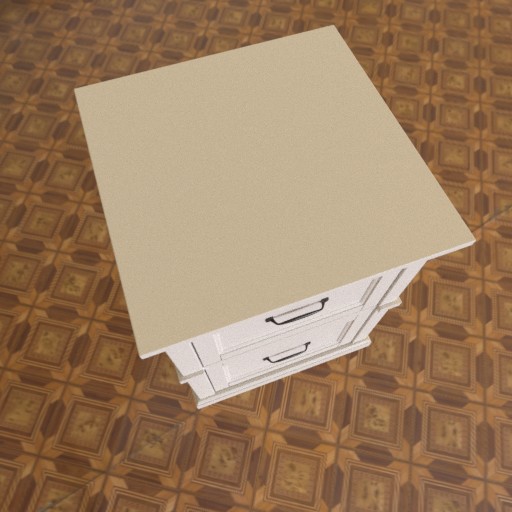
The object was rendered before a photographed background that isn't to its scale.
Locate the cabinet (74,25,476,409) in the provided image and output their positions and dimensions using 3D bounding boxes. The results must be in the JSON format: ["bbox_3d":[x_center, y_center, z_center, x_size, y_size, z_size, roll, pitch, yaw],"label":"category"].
[{"bbox_3d":[0.000,0.000,1.120,0.544,0.775,0.547,-18,65,-9],"label":"cabinet"}]
